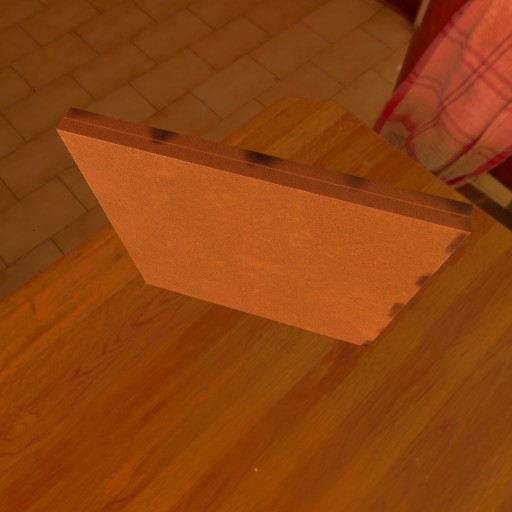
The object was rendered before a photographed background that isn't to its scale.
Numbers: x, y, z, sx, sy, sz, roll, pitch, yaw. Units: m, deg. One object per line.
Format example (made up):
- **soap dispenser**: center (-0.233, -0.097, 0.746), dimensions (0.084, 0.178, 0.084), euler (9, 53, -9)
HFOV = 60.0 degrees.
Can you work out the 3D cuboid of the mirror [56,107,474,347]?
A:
- **mirror**: center (0.000, 0.000, 0.757), dimensions (0.509, 0.507, 0.042), euler (15, 65, 7)
